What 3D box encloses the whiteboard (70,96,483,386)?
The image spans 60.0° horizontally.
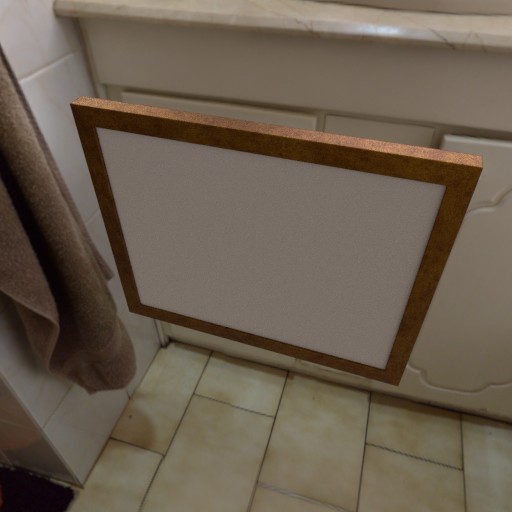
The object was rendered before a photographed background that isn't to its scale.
[{"bbox_3d":[0.000,0.000,0.739,0.561,0.457,0.029,13,43,14],"label":"whiteboard"}]
